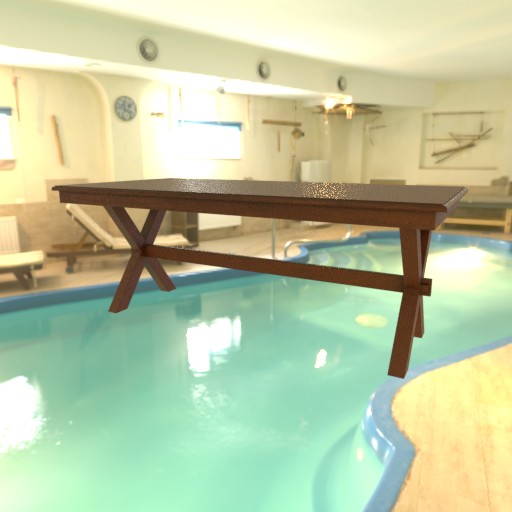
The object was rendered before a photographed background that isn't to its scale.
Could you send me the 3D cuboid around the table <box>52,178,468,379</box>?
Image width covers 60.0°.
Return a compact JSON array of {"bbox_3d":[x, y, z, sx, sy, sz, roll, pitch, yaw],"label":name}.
[{"bbox_3d":[0.000,0.000,1.471,1.197,0.459,0.594,7,14,28],"label":"table"}]
